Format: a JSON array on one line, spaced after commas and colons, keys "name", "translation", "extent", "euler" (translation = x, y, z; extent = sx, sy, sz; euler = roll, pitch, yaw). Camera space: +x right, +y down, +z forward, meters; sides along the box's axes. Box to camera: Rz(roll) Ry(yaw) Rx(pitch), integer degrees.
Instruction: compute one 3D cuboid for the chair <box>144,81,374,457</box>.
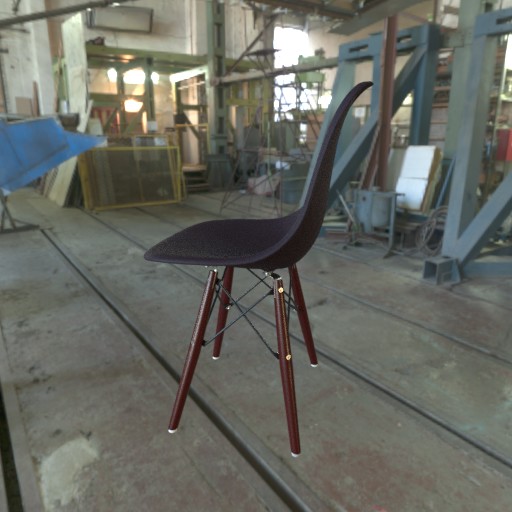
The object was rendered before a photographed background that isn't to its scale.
[{"name": "chair", "translation": [0.000, 0.000, 1.147], "extent": [0.533, 0.826, 0.470], "euler": [3, 16, 11]}]
